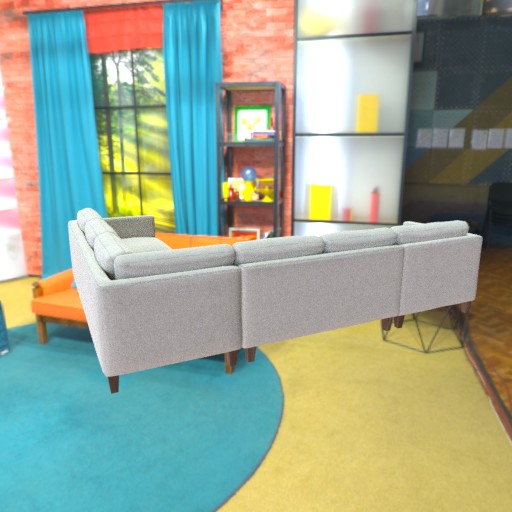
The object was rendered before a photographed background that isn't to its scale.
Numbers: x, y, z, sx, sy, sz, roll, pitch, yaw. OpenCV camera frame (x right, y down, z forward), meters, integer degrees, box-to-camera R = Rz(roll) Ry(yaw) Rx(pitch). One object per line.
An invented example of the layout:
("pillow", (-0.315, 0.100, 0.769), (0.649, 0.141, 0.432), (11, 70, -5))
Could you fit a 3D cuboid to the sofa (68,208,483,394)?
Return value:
("sofa", (0.000, 0.000, 4.338), (3.238, 0.853, 2.551), (-7, 16, -25))
